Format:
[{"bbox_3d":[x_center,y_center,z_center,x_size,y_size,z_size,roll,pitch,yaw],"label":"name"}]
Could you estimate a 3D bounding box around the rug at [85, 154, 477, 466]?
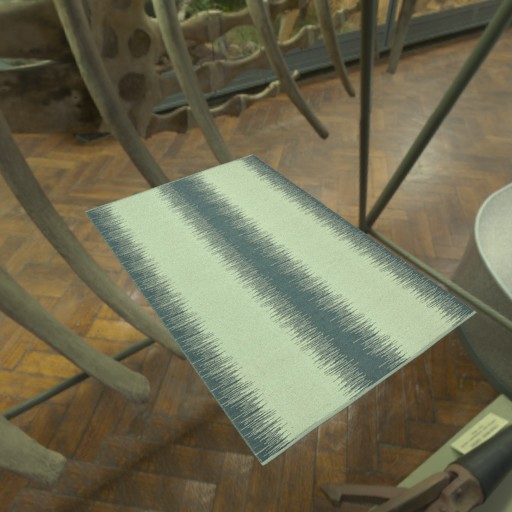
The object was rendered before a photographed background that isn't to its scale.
[{"bbox_3d":[0.000,0.000,2.375,1.234,0.006,1.854,-25,47,-25],"label":"rug"}]
